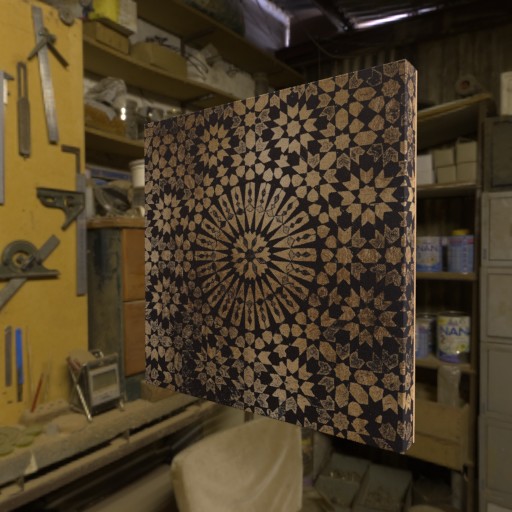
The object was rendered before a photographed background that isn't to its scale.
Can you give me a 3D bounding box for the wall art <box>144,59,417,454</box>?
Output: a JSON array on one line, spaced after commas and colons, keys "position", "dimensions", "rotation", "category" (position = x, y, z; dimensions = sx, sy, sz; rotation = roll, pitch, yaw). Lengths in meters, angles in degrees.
[{"position": [0.000, 0.000, 0.588], "dimensions": [0.405, 0.405, 0.038], "rotation": [1, 1, 36], "category": "wall art"}]
